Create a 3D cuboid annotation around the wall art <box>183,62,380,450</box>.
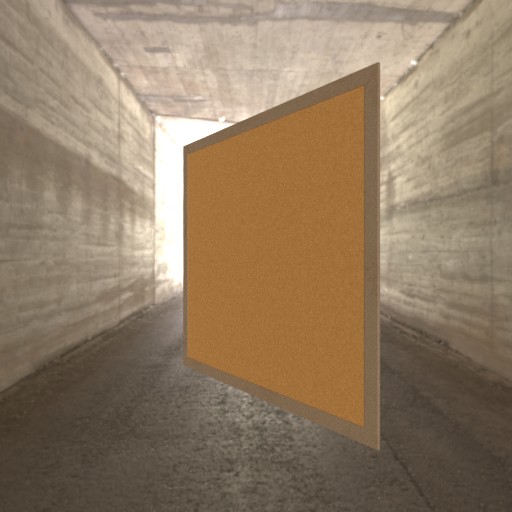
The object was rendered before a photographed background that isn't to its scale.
[{"bbox_3d":[0.000,0.000,1.696,0.025,1.067,1.168,0,0,-36],"label":"wall art"}]
